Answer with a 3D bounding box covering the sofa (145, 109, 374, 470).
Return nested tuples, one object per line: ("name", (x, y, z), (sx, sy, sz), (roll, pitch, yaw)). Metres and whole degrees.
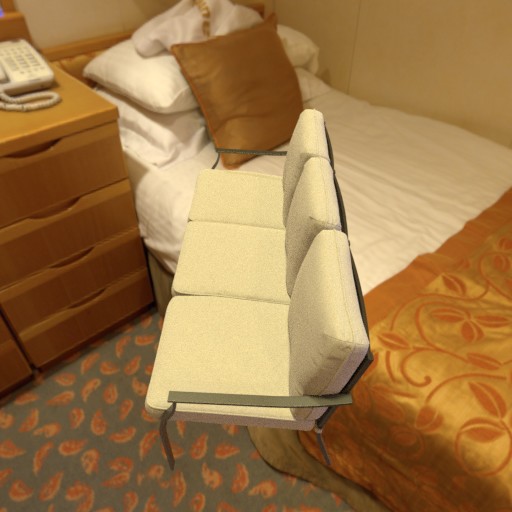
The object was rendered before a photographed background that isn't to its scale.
("sofa", (0.000, 0.000, 2.202), (0.787, 0.860, 1.740), (1, 42, 1))
